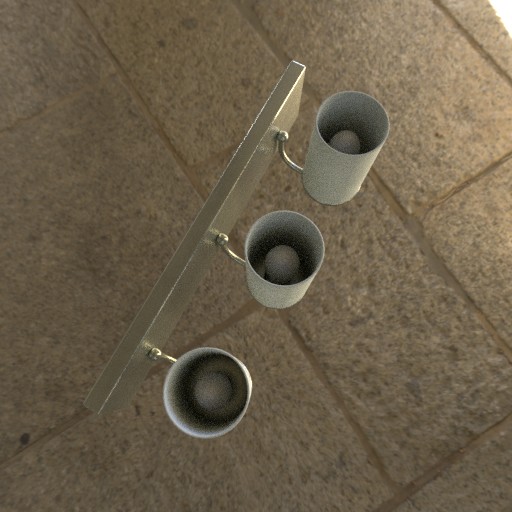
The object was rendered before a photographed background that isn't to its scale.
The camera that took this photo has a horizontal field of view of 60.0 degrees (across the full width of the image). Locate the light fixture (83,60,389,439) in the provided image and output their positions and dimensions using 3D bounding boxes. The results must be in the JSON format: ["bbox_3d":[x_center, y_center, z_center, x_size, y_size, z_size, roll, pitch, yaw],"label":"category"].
[{"bbox_3d":[0.000,0.000,0.524,0.145,0.172,0.451,28,77,7],"label":"light fixture"}]
